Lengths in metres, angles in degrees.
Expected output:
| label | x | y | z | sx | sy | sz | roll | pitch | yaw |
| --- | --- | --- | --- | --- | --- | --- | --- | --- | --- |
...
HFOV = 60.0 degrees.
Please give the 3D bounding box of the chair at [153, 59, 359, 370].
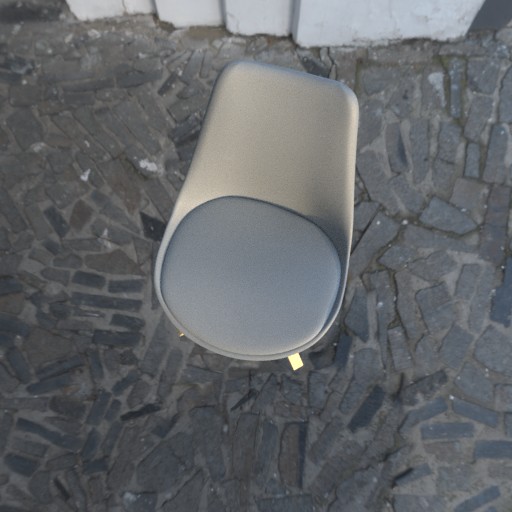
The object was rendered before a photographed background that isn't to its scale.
| label | x | y | z | sx | sy | sz | roll | pitch | yaw |
| --- | --- | --- | --- | --- | --- | --- | --- | --- | --- |
| chair | 0.000 | 0.000 | 1.195 | 0.485 | 0.850 | 0.549 | 15 | 75 | 4 |
